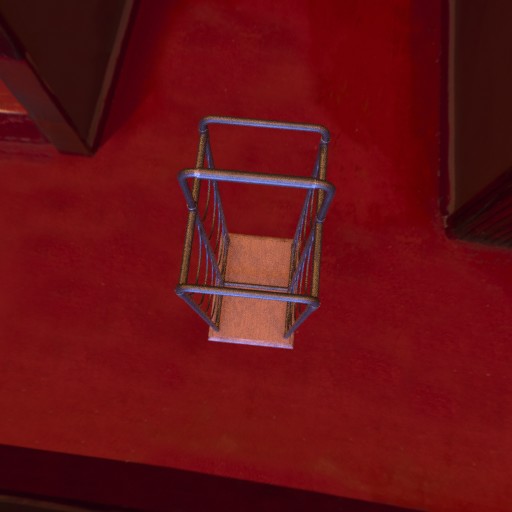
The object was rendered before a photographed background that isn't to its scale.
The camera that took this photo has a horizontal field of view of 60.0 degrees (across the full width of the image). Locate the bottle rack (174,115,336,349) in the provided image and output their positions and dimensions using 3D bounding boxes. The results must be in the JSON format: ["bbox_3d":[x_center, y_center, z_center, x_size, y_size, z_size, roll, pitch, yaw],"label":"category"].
[{"bbox_3d":[0.000,0.000,0.796,0.208,0.680,0.276,5,76,1],"label":"bottle rack"}]
